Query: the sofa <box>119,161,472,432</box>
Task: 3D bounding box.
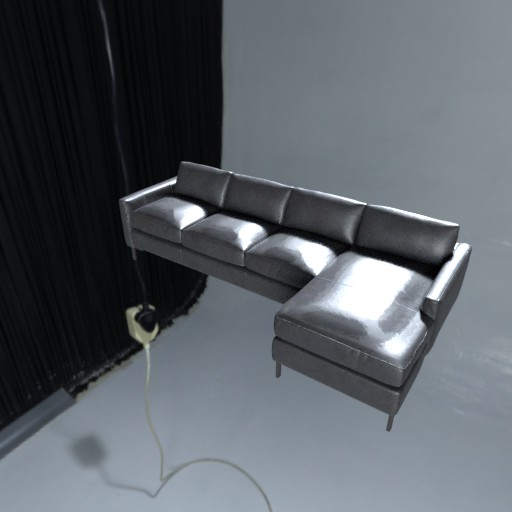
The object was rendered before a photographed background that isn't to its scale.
[{"bbox_3d":[0.000,0.000,3.669,2.993,0.859,1.471,19,34,30],"label":"sofa"}]
